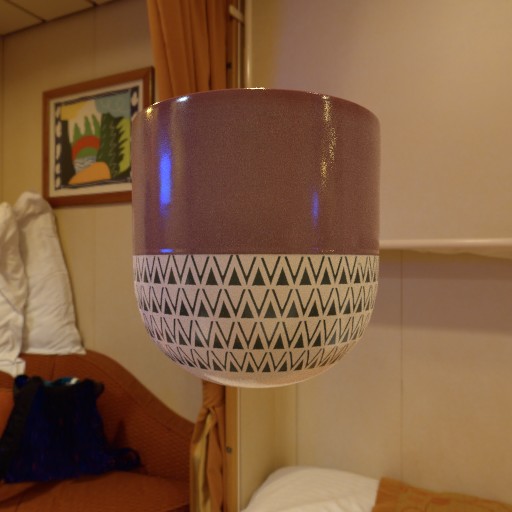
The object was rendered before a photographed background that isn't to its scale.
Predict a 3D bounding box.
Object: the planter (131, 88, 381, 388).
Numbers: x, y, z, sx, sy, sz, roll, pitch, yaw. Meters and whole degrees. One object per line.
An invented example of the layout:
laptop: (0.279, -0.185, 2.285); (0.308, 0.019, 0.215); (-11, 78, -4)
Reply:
planter: (0.000, 0.000, 0.489); (0.266, 0.270, 0.266); (0, -1, 0)
